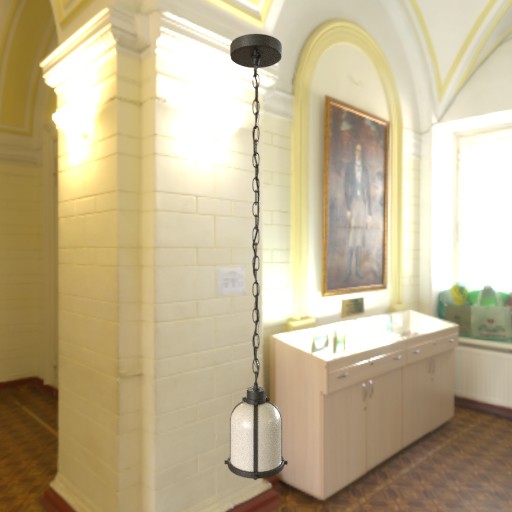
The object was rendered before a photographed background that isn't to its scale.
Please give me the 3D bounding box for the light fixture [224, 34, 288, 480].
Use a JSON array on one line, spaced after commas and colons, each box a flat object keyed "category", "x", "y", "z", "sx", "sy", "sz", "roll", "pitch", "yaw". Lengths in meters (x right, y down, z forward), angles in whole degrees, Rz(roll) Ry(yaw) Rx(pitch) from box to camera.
[{"category": "light fixture", "x": 0.000, "y": 0.000, "z": 1.252, "sx": 0.178, "sy": 1.181, "sz": 0.178, "roll": 0, "pitch": 0, "yaw": 1}]
